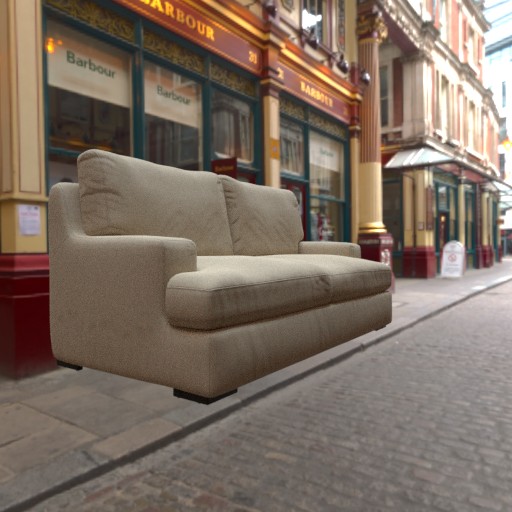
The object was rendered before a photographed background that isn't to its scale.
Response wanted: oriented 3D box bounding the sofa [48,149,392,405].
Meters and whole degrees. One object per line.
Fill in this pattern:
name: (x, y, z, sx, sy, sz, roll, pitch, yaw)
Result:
sofa: (0.000, 0.000, 2.444, 0.962, 0.967, 1.885, 1, 1, 35)
